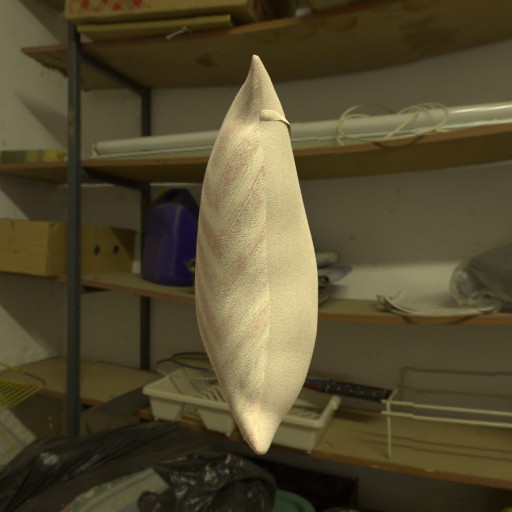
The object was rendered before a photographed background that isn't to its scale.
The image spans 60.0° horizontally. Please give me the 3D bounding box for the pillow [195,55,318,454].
[{"bbox_3d":[0.000,0.000,0.686,0.182,0.441,0.440,0,0,1],"label":"pillow"}]
